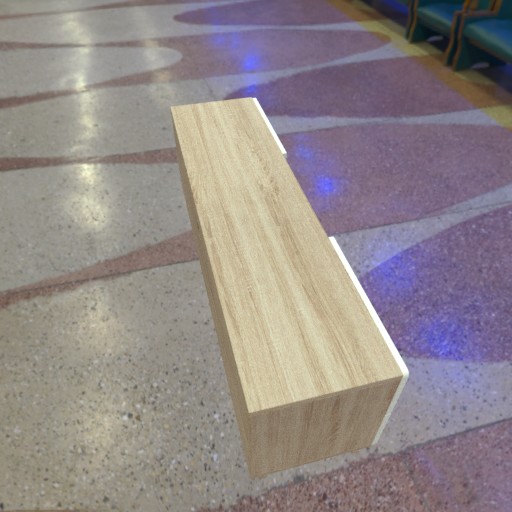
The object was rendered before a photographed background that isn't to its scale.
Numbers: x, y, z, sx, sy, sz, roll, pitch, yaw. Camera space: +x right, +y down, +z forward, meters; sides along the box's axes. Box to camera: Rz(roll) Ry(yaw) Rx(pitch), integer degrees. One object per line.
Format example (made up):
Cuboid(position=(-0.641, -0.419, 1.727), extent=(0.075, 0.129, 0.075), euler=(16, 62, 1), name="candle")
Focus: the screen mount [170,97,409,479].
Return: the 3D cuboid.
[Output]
Cuboid(position=(0.000, 0.000, 1.744), extent=(0.420, 0.570, 1.500), euler=(-10, 46, -10), name="screen mount")
